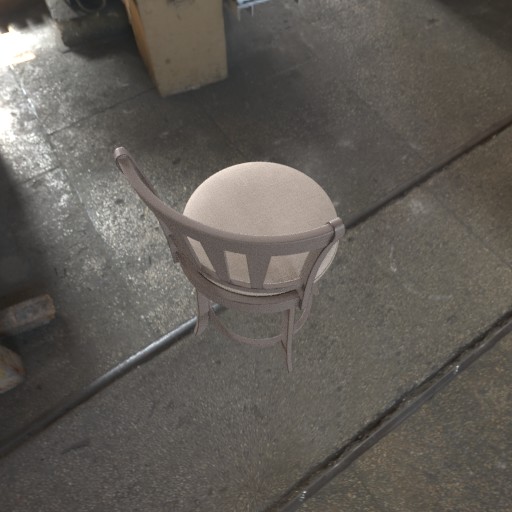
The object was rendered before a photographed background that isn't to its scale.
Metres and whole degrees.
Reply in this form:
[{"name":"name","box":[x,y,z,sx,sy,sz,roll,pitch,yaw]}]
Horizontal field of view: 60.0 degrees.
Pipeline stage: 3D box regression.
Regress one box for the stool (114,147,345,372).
[{"name":"stool","box":[0.000,0.000,1.269,0.436,1.023,0.475,19,64,10]}]
